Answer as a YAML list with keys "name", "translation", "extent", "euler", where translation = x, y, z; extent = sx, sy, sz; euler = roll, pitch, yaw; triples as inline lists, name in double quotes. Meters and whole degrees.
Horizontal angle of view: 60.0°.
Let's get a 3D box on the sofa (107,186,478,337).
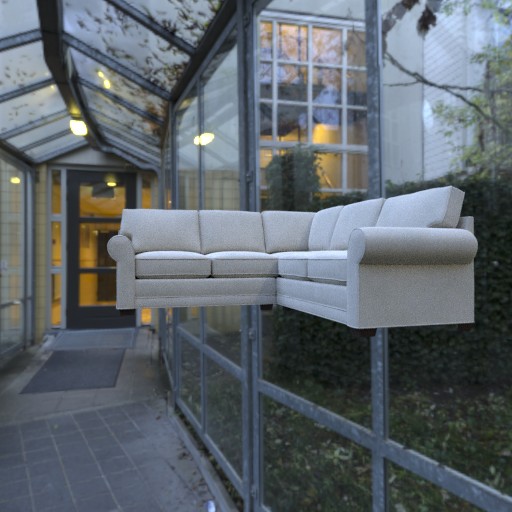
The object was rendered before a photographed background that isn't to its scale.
- name: "sofa"
  translation: [0.000, 0.000, 3.874]
  extent: [2.487, 1.054, 2.569]
  euler: [0, 0, -17]
